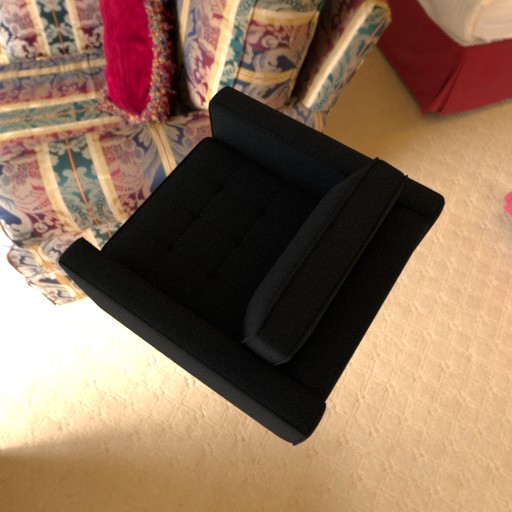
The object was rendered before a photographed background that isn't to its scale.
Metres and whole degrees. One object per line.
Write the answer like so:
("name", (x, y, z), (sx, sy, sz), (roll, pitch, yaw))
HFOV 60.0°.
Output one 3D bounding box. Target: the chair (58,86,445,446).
("chair", (0.000, 0.000, 1.574), (0.920, 0.770, 0.899), (32, 69, 14))
